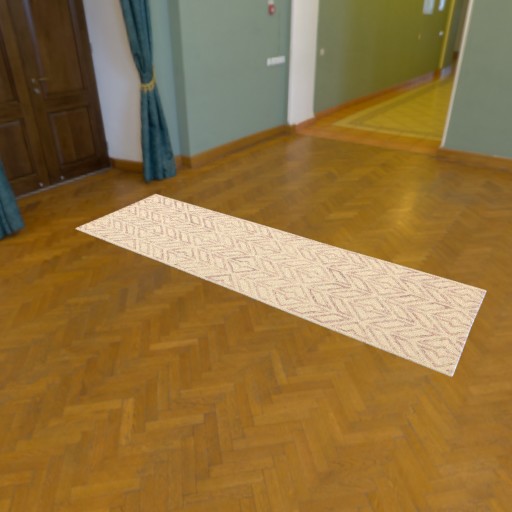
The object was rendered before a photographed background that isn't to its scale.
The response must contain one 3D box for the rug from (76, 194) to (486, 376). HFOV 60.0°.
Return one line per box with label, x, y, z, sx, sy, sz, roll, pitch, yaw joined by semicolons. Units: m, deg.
rug;0.000;0.000;2.665;2.435;0.009;0.750;19;35;29
